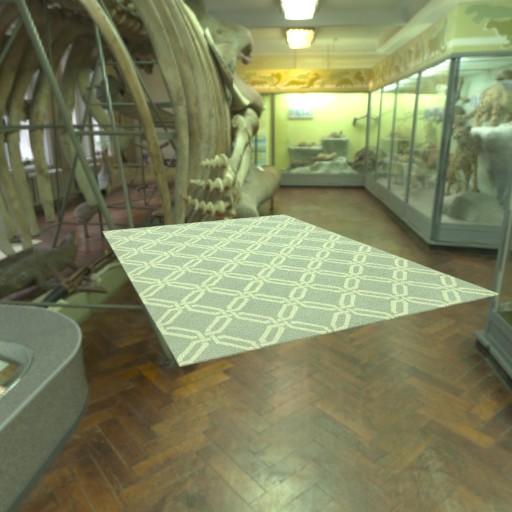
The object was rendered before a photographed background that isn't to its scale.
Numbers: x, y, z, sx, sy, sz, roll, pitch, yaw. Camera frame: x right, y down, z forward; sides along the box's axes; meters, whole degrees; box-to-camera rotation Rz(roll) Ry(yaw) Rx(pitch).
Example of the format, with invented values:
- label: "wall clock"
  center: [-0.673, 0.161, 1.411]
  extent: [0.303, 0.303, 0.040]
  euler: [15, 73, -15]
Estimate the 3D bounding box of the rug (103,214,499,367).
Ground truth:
- label: "rug"
  center: [0.000, 0.000, 4.267]
  extent: [2.438, 0.013, 3.353]
  euler: [-8, 18, -24]
